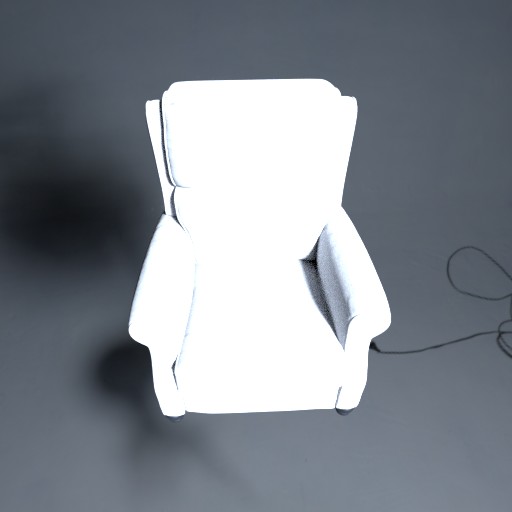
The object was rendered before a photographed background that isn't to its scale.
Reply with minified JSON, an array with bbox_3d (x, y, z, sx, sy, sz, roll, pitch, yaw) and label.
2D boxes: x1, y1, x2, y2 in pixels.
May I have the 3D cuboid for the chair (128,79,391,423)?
[{"bbox_3d":[0.000,0.000,1.712,0.859,1.046,0.919,-2,45,-2],"label":"chair"}]
